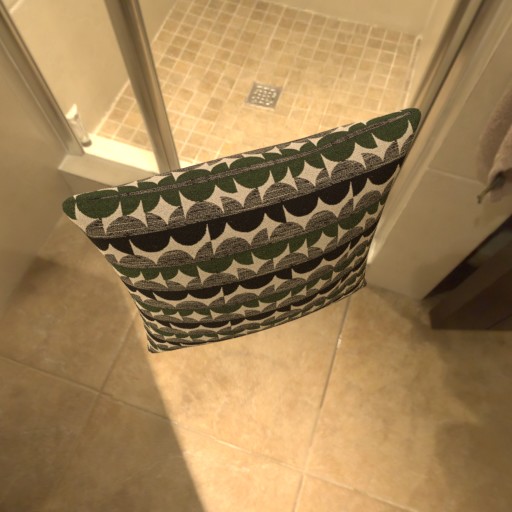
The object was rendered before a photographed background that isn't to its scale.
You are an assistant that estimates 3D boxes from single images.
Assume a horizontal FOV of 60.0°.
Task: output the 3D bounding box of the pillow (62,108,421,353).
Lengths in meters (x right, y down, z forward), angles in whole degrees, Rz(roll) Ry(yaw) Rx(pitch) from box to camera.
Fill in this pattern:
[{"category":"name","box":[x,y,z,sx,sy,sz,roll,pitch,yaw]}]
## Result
[{"category":"pillow","box":[0.000,0.000,0.650,0.419,0.404,0.180,-17,66,-8]}]
